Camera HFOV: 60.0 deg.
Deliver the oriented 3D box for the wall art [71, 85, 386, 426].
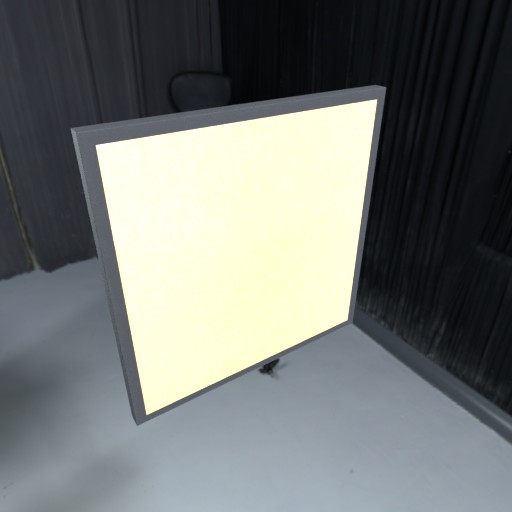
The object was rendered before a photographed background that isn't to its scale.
[{"bbox_3d":[0.000,0.000,1.147,0.762,0.760,0.037,-19,36,-28],"label":"wall art"}]
